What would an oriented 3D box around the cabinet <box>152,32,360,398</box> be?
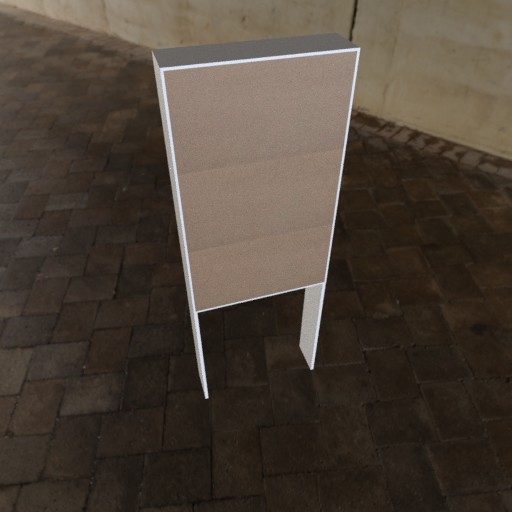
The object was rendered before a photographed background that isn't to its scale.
[{"bbox_3d":[0.000,0.000,2.001,0.643,1.770,0.192,-12,43,-13],"label":"cabinet"}]
